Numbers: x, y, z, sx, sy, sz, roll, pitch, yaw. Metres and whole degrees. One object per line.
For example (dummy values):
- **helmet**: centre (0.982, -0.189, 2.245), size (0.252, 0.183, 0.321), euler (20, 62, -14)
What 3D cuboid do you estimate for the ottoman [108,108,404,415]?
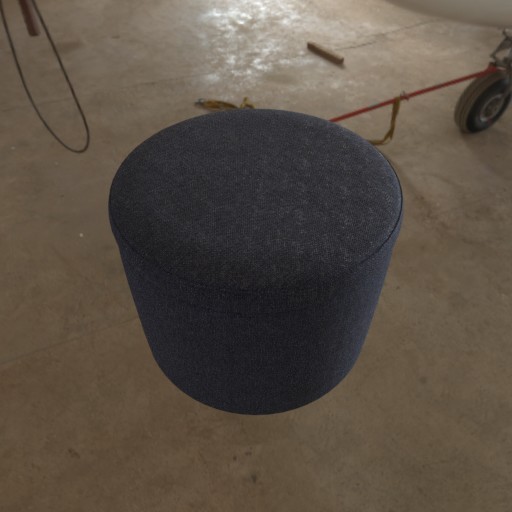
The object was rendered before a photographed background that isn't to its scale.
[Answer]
- **ottoman**: centre (0.000, 0.000, 0.924), size (0.520, 0.430, 0.520), euler (0, 46, 0)
